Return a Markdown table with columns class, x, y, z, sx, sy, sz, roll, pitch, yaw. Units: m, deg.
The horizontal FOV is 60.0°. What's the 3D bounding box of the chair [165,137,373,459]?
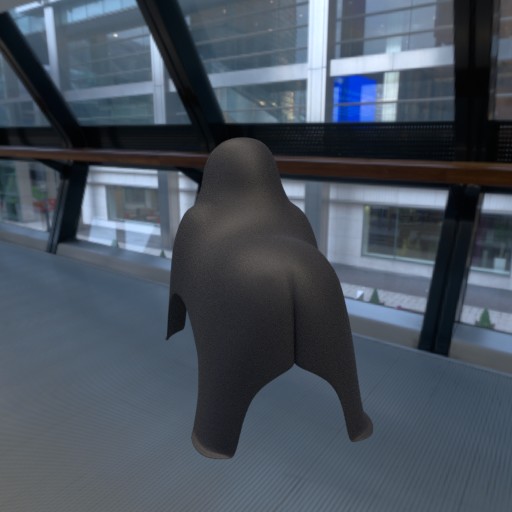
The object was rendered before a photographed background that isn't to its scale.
| class | x | y | z | sx | sy | sz | roll | pitch | yaw |
| --- | --- | --- | --- | --- | --- | --- | --- | --- | --- |
| chair | 0.000 | 0.000 | 1.146 | 0.490 | 0.600 | 0.758 | -3 | 14 | -11 |
